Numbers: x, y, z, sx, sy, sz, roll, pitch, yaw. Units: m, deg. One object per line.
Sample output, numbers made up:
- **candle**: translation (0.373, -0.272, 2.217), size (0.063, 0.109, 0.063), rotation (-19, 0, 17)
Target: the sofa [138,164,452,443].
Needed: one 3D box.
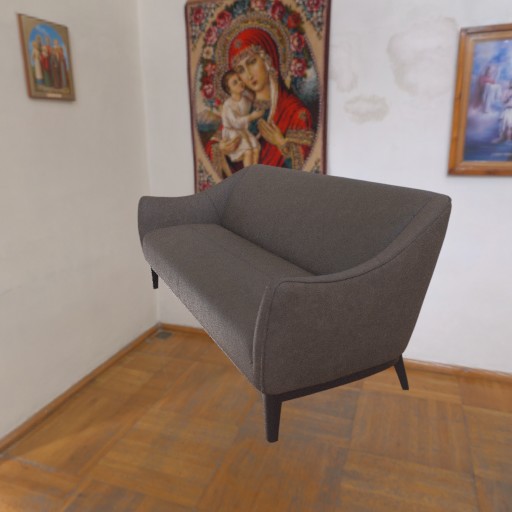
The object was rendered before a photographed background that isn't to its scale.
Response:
- **sofa**: translation (0.000, 0.000, 2.350), size (0.869, 0.831, 1.928), rotation (-8, 18, -25)
